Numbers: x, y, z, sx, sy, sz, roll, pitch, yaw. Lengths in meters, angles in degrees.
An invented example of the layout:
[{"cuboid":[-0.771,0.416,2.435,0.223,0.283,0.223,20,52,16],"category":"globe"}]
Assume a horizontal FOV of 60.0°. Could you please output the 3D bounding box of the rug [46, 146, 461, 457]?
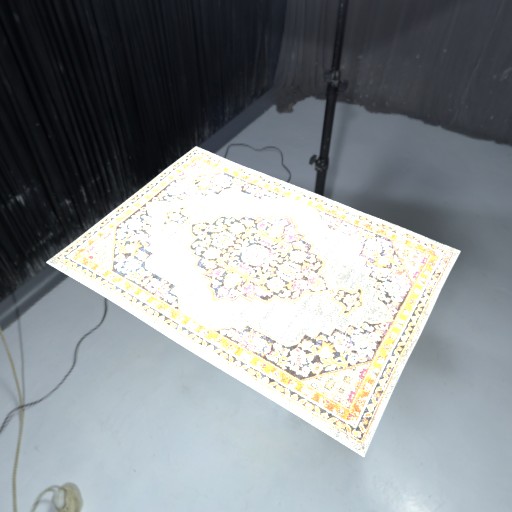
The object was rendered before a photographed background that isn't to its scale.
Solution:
[{"cuboid":[0.000,0.000,3.783,2.901,0.026,2.043,26,53,22],"category":"rug"}]
